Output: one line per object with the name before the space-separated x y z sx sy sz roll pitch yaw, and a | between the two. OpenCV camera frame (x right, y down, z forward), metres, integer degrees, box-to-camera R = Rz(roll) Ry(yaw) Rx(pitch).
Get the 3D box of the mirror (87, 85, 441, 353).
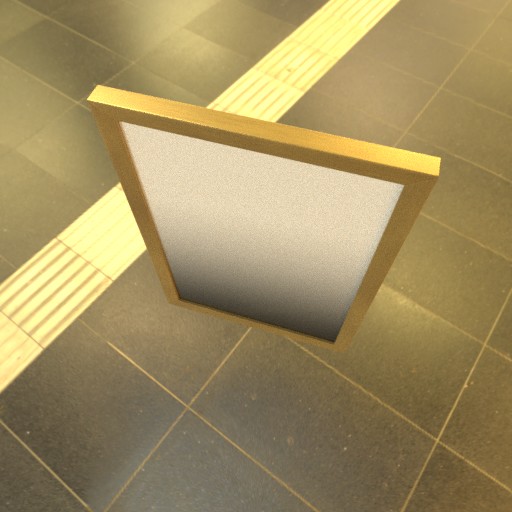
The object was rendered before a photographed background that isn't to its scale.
mirror | 0.000 0.000 0.926 0.507 0.710 0.040 15 60 9
